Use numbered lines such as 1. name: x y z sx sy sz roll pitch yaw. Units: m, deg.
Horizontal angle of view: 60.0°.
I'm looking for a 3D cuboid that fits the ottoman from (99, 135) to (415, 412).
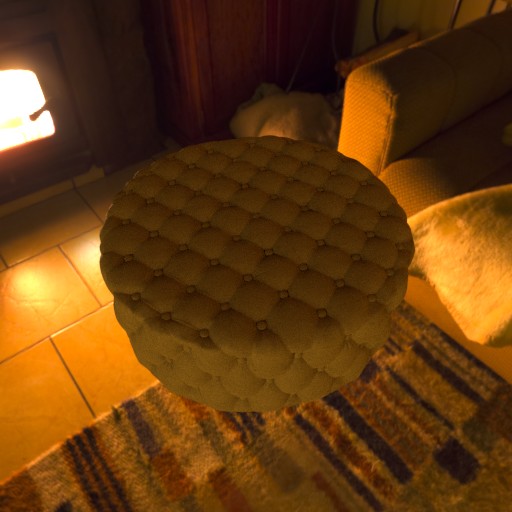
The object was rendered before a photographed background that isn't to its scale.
1. ottoman: 0.000 0.000 1.526 0.998 0.399 0.998 0 47 0
